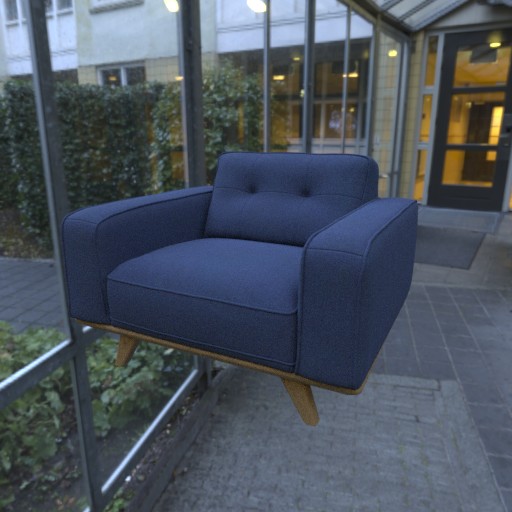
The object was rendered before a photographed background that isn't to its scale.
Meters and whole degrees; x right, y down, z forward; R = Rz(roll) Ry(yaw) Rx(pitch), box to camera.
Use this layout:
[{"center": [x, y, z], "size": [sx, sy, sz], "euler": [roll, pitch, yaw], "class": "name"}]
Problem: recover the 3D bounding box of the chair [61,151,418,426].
[{"center": [0.000, 0.000, 1.766], "size": [1.118, 0.783, 0.953], "euler": [8, 17, 26], "class": "chair"}]
